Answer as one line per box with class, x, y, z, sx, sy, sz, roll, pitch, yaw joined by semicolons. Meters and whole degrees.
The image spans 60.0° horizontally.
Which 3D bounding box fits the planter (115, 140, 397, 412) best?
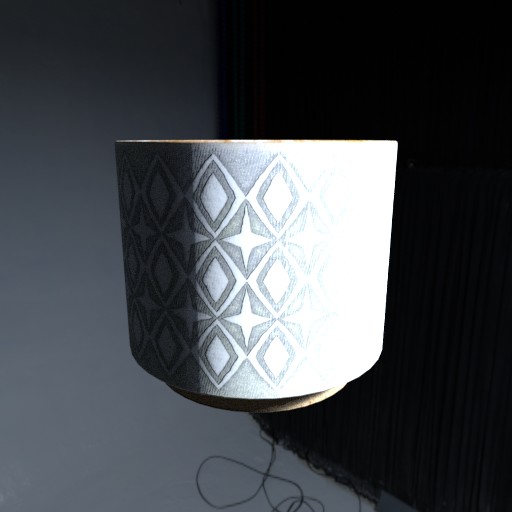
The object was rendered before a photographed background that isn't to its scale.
planter;0.000;0.000;0.444;0.255;0.223;0.255;0;14;0
